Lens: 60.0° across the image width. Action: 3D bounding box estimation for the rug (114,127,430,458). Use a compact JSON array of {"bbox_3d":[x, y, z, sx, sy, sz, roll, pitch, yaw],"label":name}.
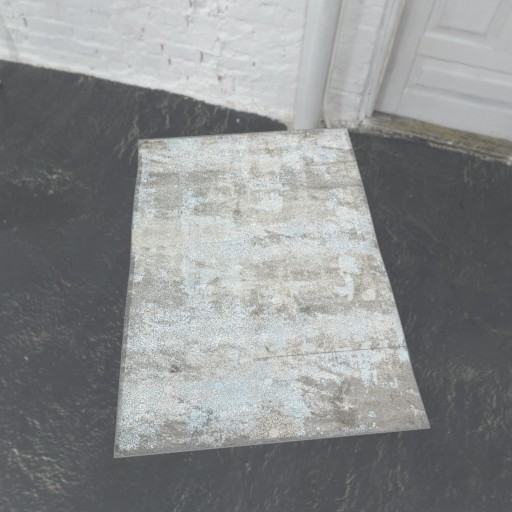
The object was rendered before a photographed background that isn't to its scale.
[{"bbox_3d":[0.000,0.000,4.188,2.393,0.013,3.307,-4,58,-3],"label":"rug"}]
